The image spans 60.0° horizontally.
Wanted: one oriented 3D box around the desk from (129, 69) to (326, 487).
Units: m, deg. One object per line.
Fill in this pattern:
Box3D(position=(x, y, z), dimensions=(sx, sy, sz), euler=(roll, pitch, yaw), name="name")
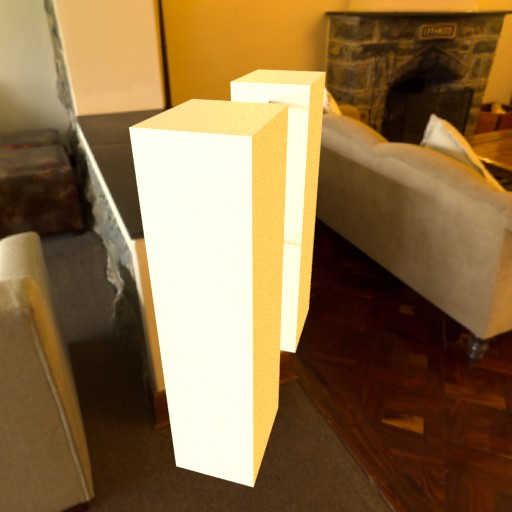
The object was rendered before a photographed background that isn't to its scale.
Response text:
Box3D(position=(0.000, 0.000, 2.839), dimensions=(0.480, 2.000, 1.770), euler=(8, 31, 14), name="desk")
